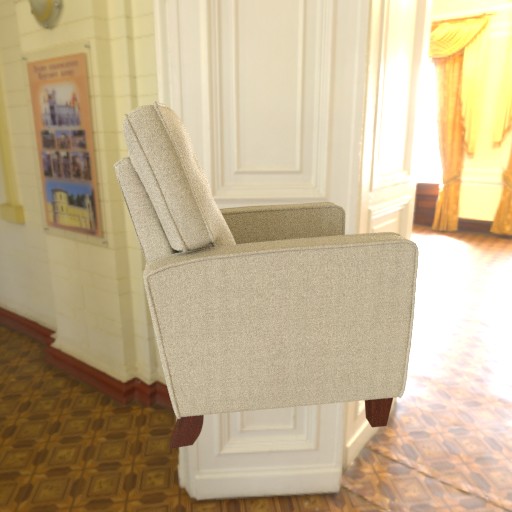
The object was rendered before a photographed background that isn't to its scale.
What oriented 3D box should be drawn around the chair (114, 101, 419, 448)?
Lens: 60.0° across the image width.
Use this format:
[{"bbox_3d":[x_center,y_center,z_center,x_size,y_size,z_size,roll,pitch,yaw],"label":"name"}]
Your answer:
[{"bbox_3d":[0.000,0.000,1.390,0.754,0.888,0.648,-2,16,-8],"label":"chair"}]
